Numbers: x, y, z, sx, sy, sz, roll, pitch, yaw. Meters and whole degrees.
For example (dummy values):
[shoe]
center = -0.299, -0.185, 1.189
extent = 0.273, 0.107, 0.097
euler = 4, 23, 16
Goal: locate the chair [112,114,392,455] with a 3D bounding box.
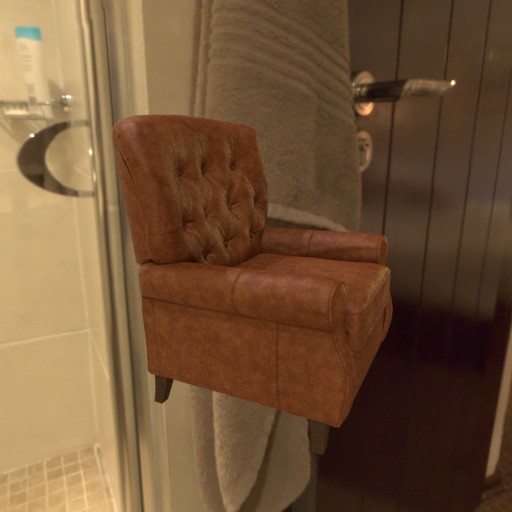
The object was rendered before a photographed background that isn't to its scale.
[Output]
[chair]
center = 0.000, 0.000, 1.887
extent = 1.059, 1.164, 0.951
euler = 7, 17, 25
